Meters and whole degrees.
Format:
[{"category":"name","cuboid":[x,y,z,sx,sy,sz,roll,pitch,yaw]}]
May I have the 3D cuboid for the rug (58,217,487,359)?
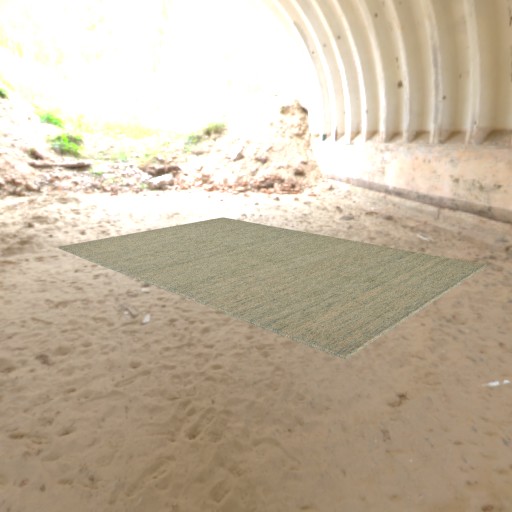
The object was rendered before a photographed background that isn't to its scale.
[{"category":"rug","cuboid":[0.000,0.000,2.821,2.283,0.013,1.547,14,21,41]}]
